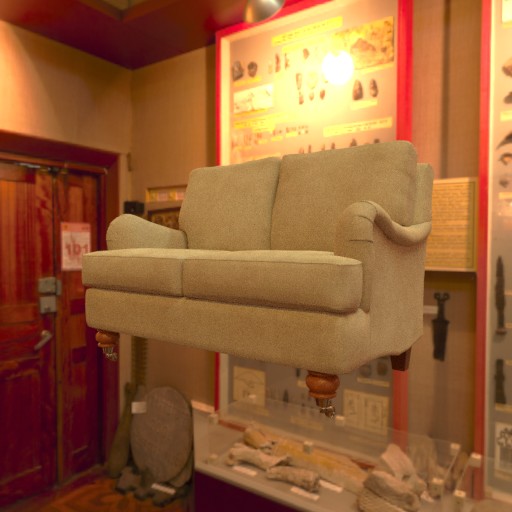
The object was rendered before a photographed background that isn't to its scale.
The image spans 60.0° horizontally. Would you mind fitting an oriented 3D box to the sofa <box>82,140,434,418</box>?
[{"bbox_3d":[0.000,0.000,2.229,1.498,1.087,1.086,1,2,36],"label":"sofa"}]
